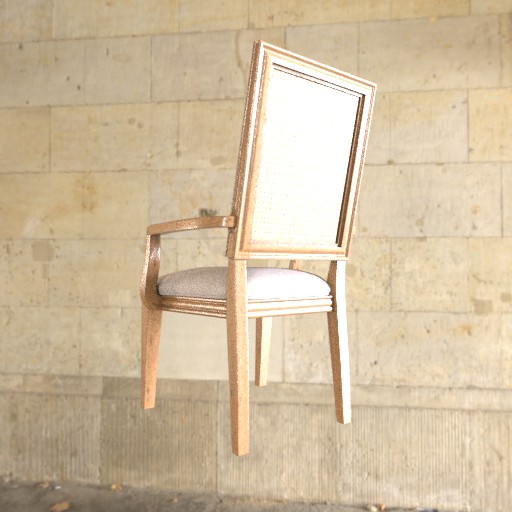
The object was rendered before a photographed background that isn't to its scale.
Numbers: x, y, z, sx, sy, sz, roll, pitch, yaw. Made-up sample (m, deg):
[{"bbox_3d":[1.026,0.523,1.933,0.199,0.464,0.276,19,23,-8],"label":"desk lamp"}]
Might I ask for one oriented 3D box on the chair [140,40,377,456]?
[{"bbox_3d":[0.000,0.000,1.373,0.606,0.990,0.602,1,-2,-36],"label":"chair"}]
